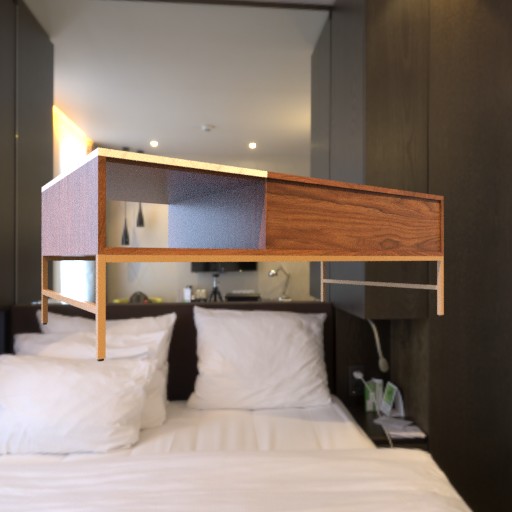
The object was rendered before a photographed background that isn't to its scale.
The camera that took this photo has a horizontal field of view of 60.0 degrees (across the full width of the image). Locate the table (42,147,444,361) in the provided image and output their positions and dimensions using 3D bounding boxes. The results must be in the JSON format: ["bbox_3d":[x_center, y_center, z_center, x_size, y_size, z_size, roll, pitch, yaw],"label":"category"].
[{"bbox_3d":[0.000,0.000,1.909,1.553,0.551,0.789,0,0,-35],"label":"table"}]
